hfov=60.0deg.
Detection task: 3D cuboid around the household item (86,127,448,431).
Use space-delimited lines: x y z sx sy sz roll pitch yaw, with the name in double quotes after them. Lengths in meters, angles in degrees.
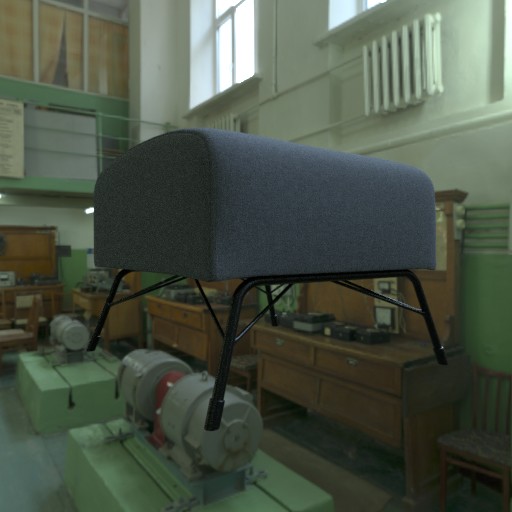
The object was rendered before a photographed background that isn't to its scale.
0.000 0.000 0.898 0.530 0.410 0.530 -1 1 -36 "household item"
